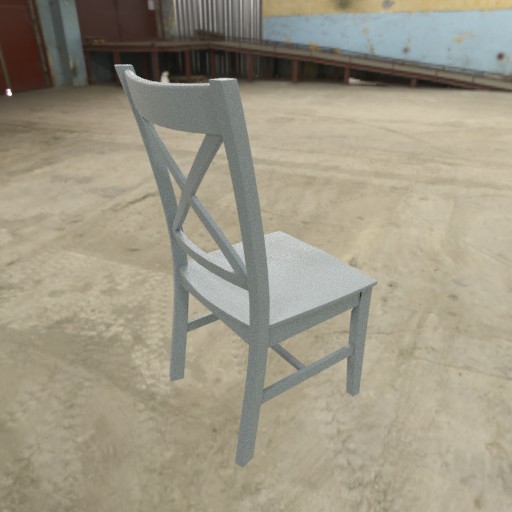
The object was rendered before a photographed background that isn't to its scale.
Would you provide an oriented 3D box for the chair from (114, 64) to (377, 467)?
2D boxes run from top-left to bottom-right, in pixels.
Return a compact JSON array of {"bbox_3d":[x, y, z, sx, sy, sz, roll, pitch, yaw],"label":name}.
[{"bbox_3d":[0.000,0.000,1.246,0.542,0.983,0.485,-18,32,-32],"label":"chair"}]
